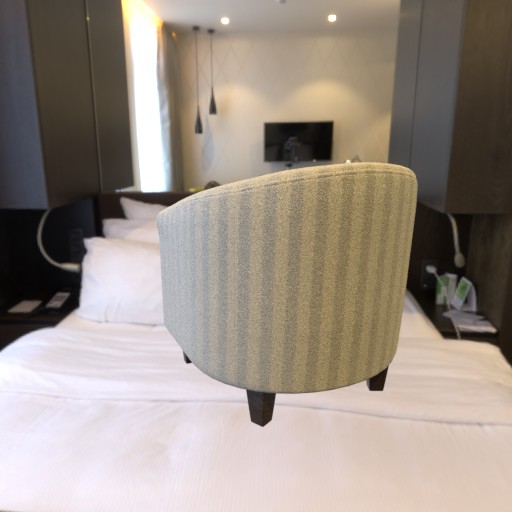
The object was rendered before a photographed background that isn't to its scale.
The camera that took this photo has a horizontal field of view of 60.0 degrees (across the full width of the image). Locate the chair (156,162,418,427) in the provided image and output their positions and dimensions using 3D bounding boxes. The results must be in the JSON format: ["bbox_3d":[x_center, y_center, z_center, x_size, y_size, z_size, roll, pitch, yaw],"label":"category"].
[{"bbox_3d":[0.000,0.000,1.742,0.756,0.757,1.288,-7,15,-25],"label":"chair"}]
